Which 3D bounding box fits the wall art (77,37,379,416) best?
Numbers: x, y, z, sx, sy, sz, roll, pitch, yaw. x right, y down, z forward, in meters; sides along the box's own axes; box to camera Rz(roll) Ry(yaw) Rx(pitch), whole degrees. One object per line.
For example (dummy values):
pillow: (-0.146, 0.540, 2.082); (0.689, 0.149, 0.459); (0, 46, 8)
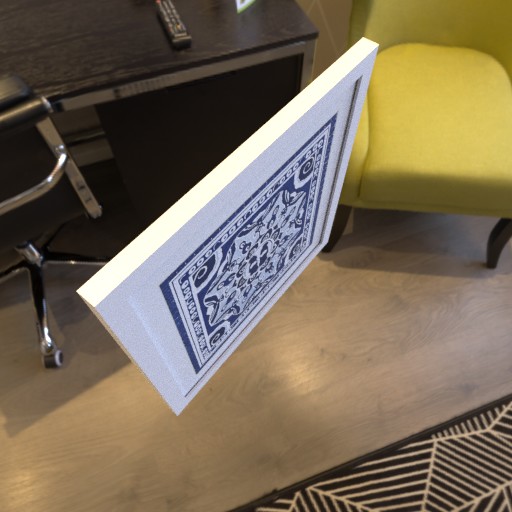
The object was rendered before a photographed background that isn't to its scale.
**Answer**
wall art: (0.000, 0.000, 0.808); (0.028, 0.559, 0.559); (35, 65, 19)
